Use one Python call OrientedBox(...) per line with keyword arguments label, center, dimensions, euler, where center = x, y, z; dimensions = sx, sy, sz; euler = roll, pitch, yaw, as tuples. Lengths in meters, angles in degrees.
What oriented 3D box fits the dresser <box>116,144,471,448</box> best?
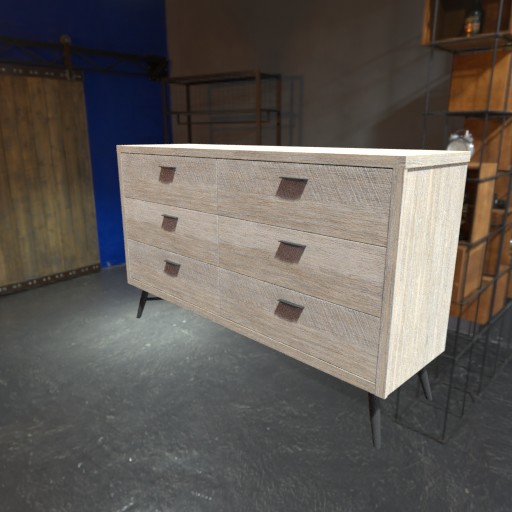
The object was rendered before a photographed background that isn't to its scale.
OrientedBox(label="dresser", center=(0.000, 0.000, 1.928), dimensions=(0.457, 0.914, 1.524), euler=(-15, 21, -43))
